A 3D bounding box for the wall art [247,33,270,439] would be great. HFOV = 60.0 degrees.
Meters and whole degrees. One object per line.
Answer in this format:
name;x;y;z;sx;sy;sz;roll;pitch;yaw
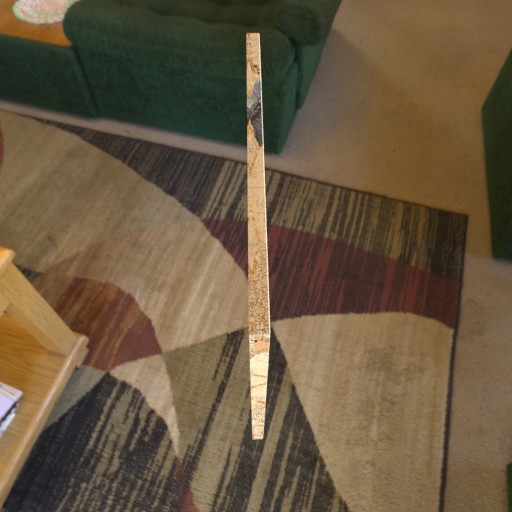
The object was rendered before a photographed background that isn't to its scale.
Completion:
wall art;0.000;0.000;1.384;0.039;0.914;0.912;-1;57;-1
